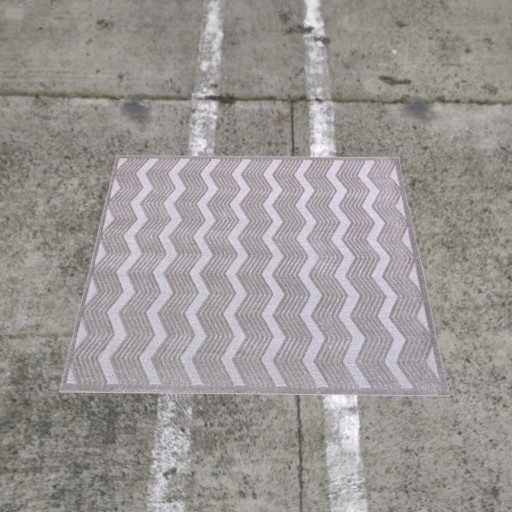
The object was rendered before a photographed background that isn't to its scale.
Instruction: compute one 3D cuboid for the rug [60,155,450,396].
[{"bbox_3d":[0.000,0.000,3.888,2.880,0.005,2.391,0,58,0],"label":"rug"}]
